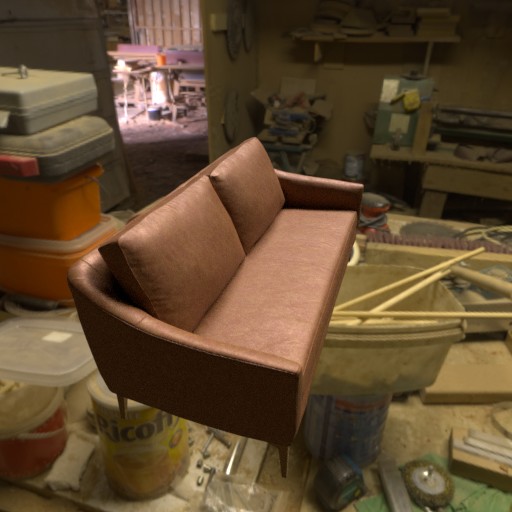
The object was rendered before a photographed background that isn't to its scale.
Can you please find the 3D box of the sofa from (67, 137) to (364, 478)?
[{"bbox_3d":[0.000,0.000,2.549,0.981,0.945,2.036,9,30,16],"label":"sofa"}]
